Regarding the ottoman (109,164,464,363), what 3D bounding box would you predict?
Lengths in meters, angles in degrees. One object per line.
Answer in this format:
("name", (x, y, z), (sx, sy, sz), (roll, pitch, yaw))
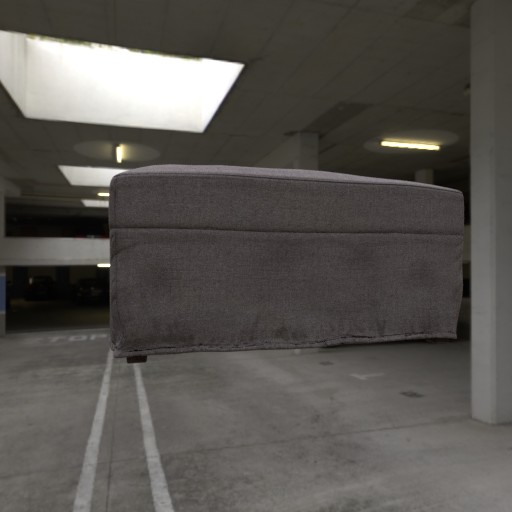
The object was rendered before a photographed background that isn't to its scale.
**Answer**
("ottoman", (0.000, 0.000, 1.349), (0.843, 0.436, 0.840), (0, -1, -17))
